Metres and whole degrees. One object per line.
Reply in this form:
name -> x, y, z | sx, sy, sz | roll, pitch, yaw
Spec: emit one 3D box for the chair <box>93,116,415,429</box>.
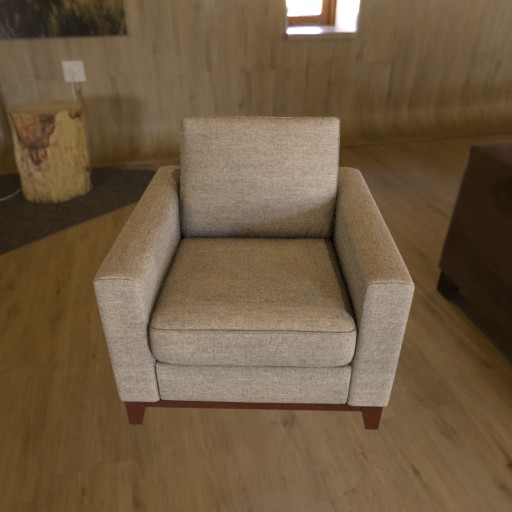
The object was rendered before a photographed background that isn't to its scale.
chair -> 0.000, 0.000, 1.887 | 1.024, 1.010, 1.038 | 1, 32, 1
